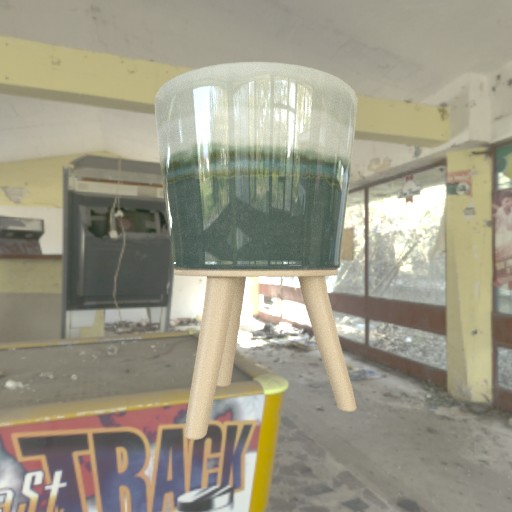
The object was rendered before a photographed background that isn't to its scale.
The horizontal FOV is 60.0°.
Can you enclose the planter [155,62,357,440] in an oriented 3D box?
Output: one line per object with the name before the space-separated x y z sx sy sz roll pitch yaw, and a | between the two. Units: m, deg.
planter | 0.000 0.000 0.483 0.217 0.331 0.217 0 -1 17
